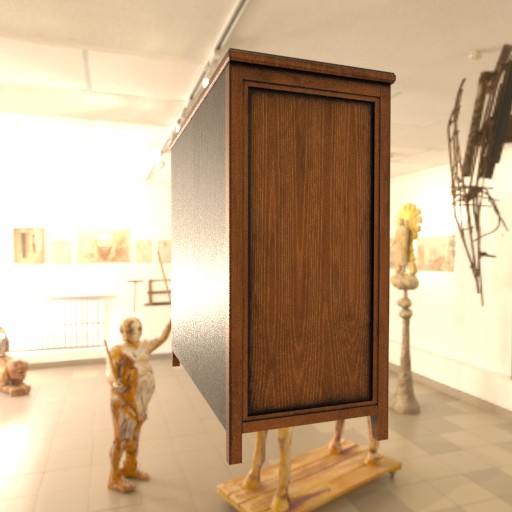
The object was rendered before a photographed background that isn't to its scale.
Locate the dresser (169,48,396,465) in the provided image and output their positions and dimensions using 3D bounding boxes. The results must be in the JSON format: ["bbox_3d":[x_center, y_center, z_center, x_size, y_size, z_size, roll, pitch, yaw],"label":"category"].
[{"bbox_3d":[0.000,0.000,1.971,0.591,1.224,1.250,0,1,-19],"label":"dresser"}]
